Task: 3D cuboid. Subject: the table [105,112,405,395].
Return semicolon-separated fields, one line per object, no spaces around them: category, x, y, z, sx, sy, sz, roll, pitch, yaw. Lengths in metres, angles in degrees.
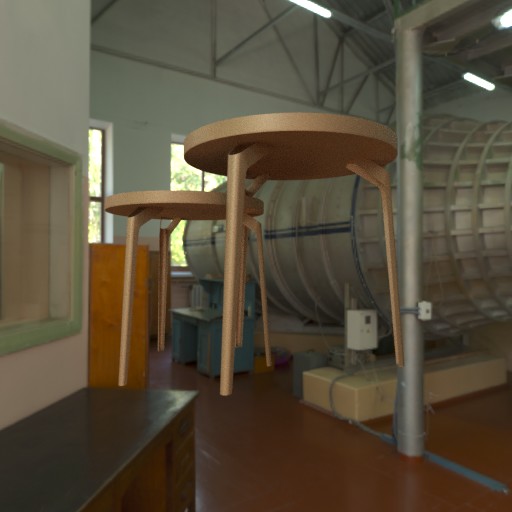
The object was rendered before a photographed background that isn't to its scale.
table;0.000;0.000;1.130;0.751;0.555;0.532;0;-1;1
